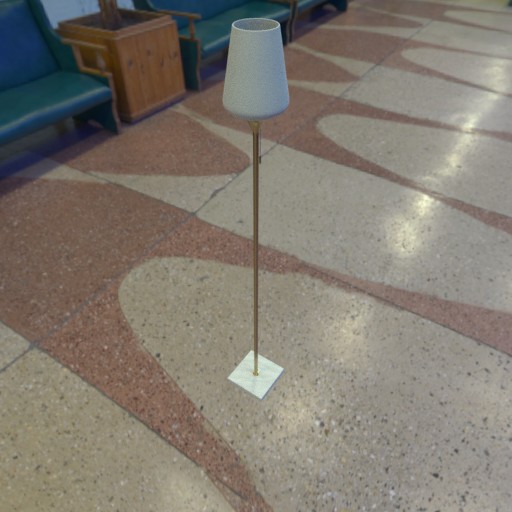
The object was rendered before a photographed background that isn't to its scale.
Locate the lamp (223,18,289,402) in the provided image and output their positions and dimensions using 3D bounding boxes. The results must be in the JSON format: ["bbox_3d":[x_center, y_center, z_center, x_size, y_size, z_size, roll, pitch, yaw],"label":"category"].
[{"bbox_3d":[0.000,0.000,1.901,0.229,1.813,0.232,24,47,25],"label":"lamp"}]
